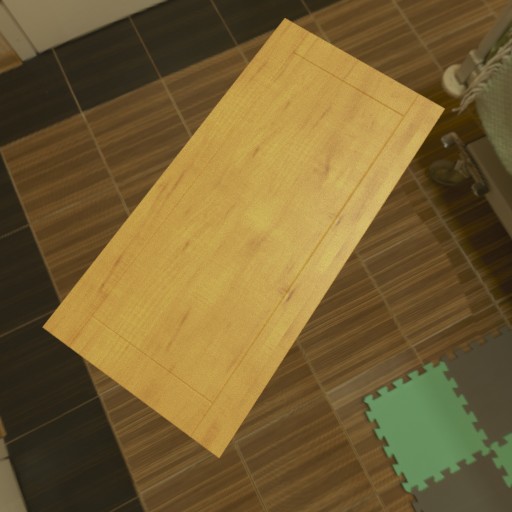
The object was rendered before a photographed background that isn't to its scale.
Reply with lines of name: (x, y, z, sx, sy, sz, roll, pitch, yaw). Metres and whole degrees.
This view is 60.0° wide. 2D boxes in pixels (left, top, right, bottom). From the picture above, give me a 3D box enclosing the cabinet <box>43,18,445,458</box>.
cabinet: (0.000, 0.000, 1.389, 0.450, 0.840, 0.920, 33, 79, 8)
